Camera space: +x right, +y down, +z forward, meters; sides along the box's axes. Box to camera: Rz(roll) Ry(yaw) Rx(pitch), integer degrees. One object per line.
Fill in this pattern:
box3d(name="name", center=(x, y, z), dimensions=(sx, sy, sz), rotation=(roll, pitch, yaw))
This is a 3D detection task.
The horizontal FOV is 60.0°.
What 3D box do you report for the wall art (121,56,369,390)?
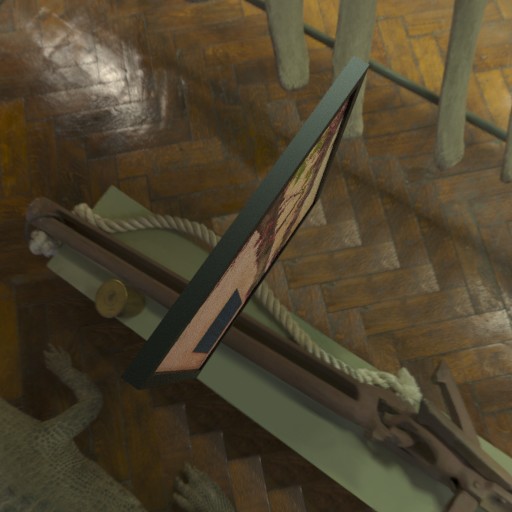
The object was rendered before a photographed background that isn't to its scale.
box3d(name="wall art", center=(0.000, 0.000, 1.193), dimensions=(0.038, 0.762, 0.762), rotation=(33, 79, 8))
